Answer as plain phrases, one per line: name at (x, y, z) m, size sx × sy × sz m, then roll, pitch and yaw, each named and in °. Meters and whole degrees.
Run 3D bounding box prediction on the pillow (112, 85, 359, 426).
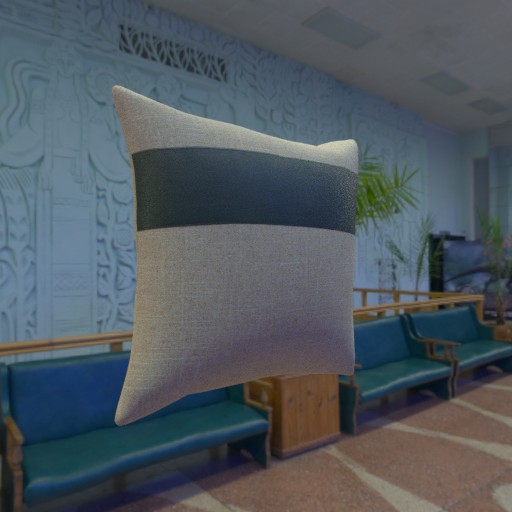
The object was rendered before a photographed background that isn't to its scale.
pillow at (0.000, 0.000, 0.636) m, size 0.414 × 0.399 × 0.173 m, roll 1°, pitch -1°, yaw -36°
